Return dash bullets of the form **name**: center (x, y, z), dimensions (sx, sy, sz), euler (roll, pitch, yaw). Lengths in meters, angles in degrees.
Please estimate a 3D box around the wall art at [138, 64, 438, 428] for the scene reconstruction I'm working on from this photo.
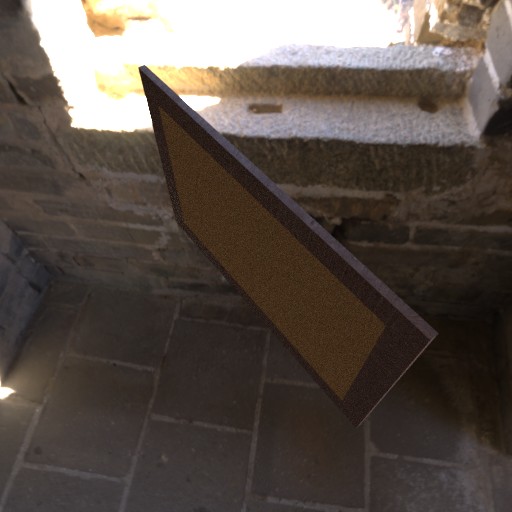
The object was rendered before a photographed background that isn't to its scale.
- **wall art**: center (0.000, 0.000, 1.166), dimensions (0.019, 0.626, 0.917), euler (-34, 63, -20)
